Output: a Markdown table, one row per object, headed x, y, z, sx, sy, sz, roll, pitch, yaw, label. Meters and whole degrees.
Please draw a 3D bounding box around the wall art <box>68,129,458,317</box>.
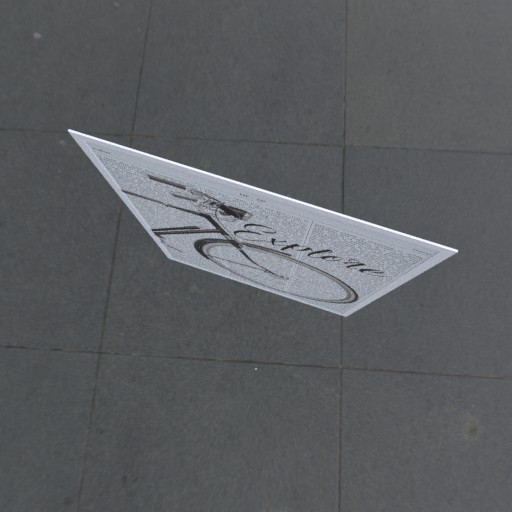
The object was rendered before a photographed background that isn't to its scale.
| x | y | z | sx | sy | sz | roll | pitch | yaw | label |
| --- | --- | --- | --- | --- | --- | --- | --- | --- | --- |
| 0.000 | 0.000 | 0.789 | 0.457 | 0.610 | 0.003 | 18 | 76 | 4 | wall art |
